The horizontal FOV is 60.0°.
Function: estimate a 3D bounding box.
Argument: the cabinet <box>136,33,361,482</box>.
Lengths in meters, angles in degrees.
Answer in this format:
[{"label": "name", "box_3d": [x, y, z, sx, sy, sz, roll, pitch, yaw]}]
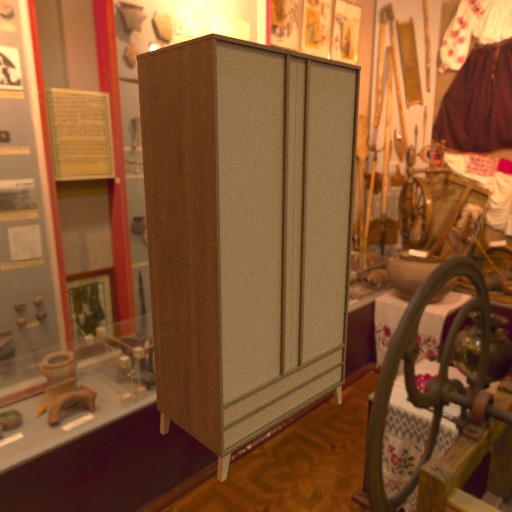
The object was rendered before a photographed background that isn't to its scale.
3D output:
[{"label": "cabinet", "box_3d": [0.000, 0.000, 2.446, 1.006, 1.999, 0.571, -13, 18, -43]}]
